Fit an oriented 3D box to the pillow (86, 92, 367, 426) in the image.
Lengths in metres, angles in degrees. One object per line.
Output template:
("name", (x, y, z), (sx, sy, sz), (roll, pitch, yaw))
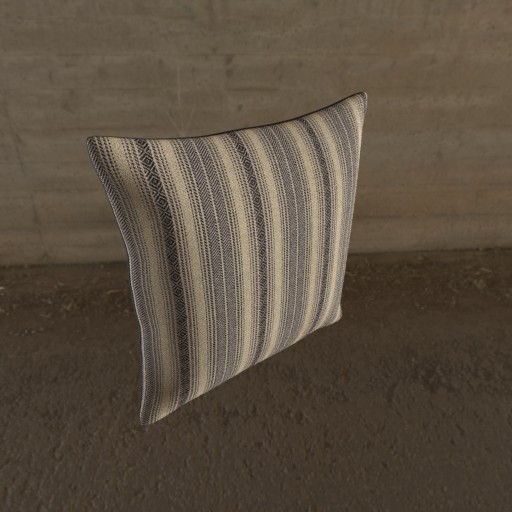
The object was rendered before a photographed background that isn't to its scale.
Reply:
("pillow", (0.000, 0.000, 0.797), (0.520, 0.508, 0.166), (-21, 36, -32))
